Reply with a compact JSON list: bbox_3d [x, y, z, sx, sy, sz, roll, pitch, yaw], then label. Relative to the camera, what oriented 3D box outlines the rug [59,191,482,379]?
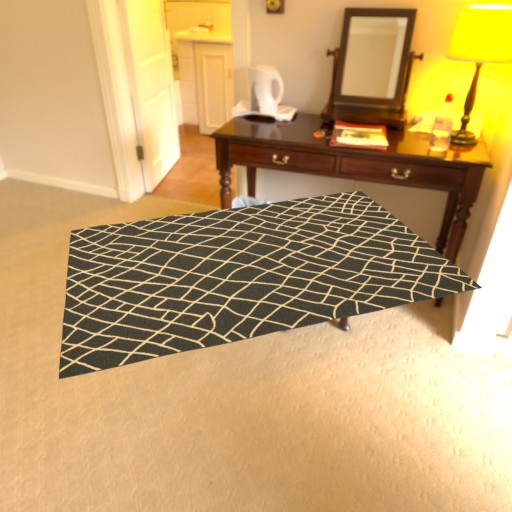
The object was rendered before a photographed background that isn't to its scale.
[{"bbox_3d":[0.000,0.000,3.034,2.448,0.017,1.529,-9,34,-15],"label":"rug"}]
